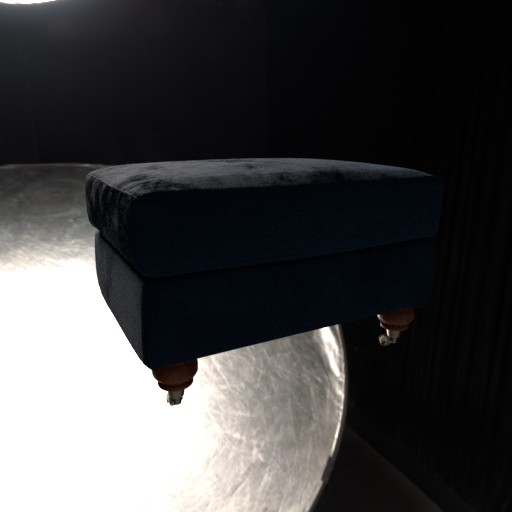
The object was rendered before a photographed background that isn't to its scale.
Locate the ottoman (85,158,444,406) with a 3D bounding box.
[{"bbox_3d":[0.000,0.000,1.179,0.773,0.503,0.572,-8,17,-27],"label":"ottoman"}]
